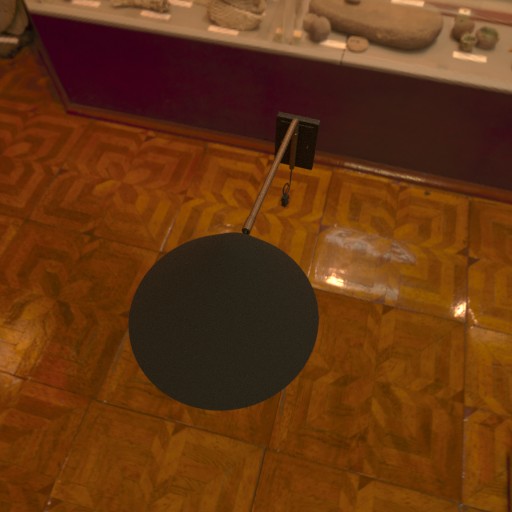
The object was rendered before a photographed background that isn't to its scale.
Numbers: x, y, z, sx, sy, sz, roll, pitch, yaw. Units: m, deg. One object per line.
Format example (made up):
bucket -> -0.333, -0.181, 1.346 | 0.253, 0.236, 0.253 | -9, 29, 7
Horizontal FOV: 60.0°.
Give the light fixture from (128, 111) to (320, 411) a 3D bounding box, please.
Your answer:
light fixture -> 0.000, 0.000, 0.699 | 0.240, 0.312, 0.516 | 15, 60, 9
